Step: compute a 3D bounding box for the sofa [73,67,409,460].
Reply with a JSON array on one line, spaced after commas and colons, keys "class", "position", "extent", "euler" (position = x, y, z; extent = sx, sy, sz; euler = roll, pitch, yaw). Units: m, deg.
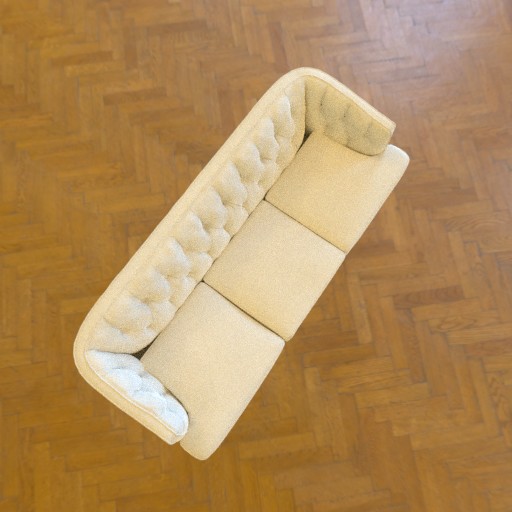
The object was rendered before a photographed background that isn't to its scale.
[{"class": "sofa", "position": [0.000, 0.000, 2.761], "extent": [0.941, 0.855, 2.278], "euler": [34, 77, 9]}]
